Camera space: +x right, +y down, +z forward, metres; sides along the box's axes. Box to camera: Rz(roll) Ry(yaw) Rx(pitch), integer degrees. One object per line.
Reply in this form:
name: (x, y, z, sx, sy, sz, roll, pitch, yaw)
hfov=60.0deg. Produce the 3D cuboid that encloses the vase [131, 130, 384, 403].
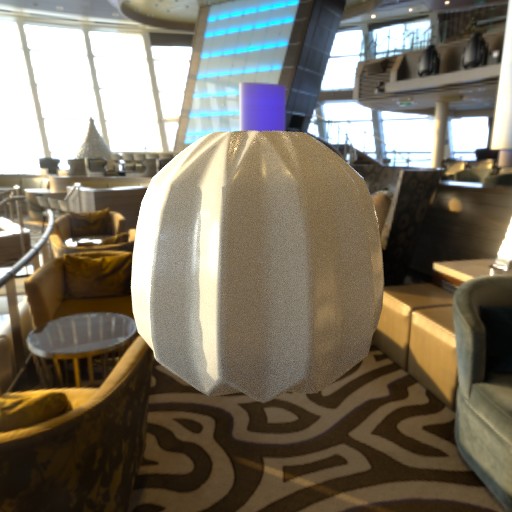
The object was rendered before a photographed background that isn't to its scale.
vase: (0.000, 0.000, 0.250, 0.139, 0.134, 0.139, 0, 13, 0)
